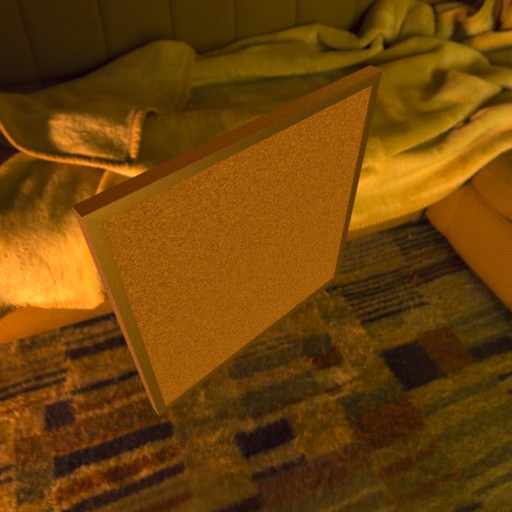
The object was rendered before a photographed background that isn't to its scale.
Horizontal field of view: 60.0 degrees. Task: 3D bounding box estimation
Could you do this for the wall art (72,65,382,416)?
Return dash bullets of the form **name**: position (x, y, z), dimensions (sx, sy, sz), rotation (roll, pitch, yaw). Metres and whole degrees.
- **wall art**: position (0.000, 0.000, 1.161), dimensions (0.767, 0.765, 0.036), rotation (-33, 56, -27)
